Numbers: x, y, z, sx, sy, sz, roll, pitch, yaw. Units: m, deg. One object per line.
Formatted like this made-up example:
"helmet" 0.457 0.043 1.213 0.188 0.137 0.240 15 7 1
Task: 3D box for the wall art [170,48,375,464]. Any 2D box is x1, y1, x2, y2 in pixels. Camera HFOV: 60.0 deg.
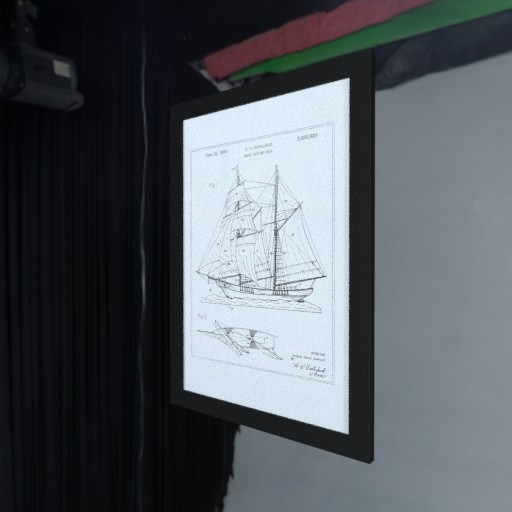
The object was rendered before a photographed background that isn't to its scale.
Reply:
"wall art" 0.000 0.000 0.591 0.326 0.459 0.011 0 1 37
